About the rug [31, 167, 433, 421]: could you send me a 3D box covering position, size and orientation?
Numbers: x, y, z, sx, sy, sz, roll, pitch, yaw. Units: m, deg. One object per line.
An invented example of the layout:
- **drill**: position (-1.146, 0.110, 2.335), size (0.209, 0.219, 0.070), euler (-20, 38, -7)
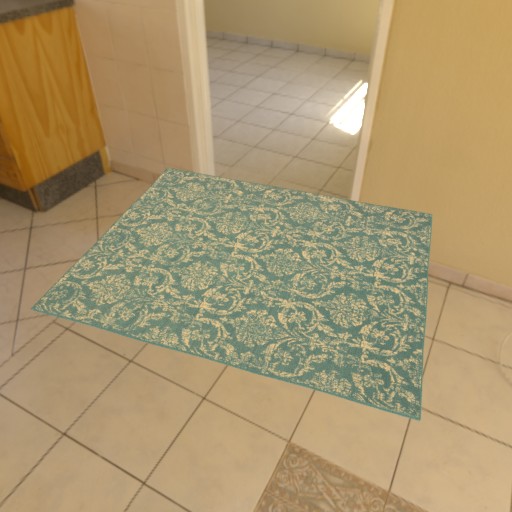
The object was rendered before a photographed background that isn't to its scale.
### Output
- **rug**: position (0.000, 0.000, 3.999), size (2.980, 0.012, 2.363), euler (12, 42, 14)
